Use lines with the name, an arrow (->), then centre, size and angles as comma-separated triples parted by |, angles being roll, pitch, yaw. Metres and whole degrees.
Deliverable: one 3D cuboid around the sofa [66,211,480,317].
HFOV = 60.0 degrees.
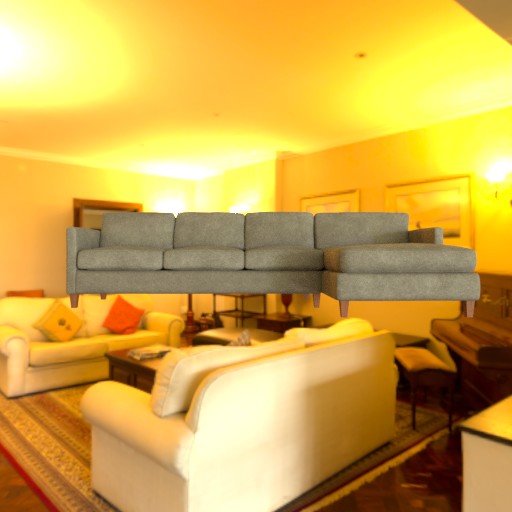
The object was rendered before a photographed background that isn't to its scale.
sofa -> 0.000, 0.000, 4.145 | 3.471, 0.950, 1.604 | 0, 0, -1
